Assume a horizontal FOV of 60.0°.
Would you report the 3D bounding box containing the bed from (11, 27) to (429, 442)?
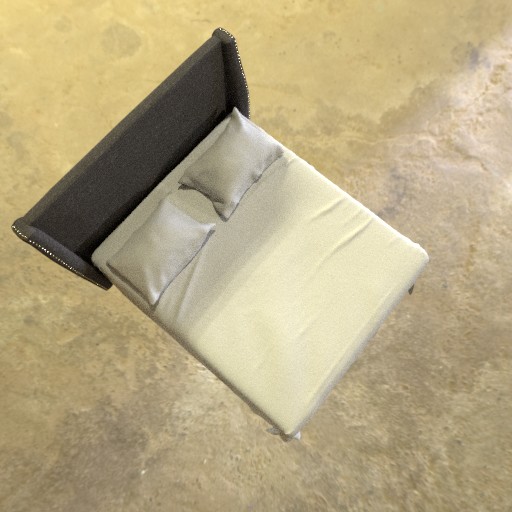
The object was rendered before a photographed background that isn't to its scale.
[{"bbox_3d":[0.000,0.000,3.263,2.276,1.332,1.925,39,78,10],"label":"bed"}]
